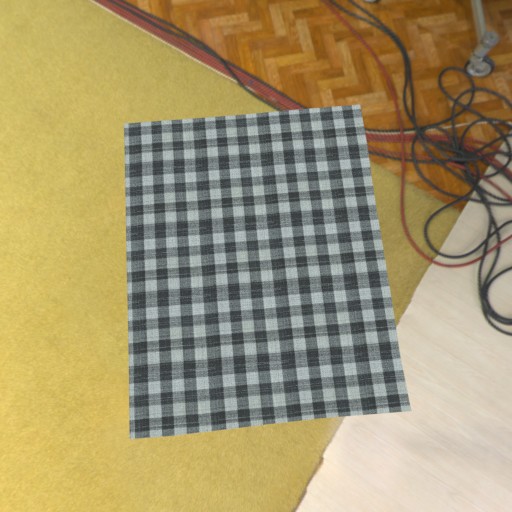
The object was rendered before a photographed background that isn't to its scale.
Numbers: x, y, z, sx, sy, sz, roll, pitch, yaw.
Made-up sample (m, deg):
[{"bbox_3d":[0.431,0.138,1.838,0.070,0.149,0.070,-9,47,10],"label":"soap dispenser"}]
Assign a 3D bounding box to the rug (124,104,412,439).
[{"bbox_3d":[0.000,0.000,4.168,2.432,0.013,3.021,-5,76,-1],"label":"rug"}]
